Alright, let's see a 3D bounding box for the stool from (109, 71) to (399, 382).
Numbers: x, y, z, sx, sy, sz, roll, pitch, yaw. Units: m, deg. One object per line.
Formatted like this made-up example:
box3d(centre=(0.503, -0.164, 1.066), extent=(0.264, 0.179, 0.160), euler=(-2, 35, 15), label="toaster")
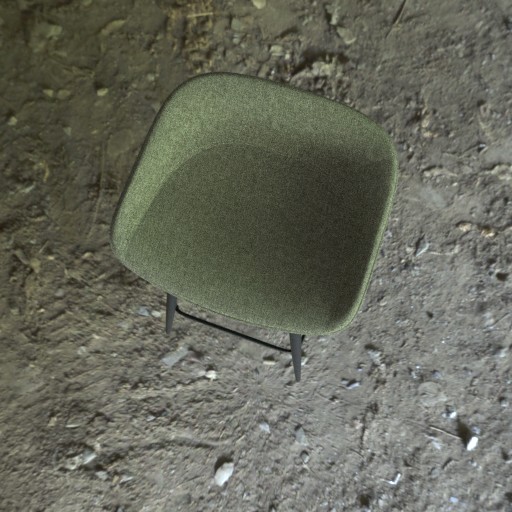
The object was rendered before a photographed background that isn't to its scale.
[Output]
box3d(centre=(0.000, 0.000, 1.119), extent=(0.469, 0.814, 0.480), euler=(19, 75, 5), label="stool")
